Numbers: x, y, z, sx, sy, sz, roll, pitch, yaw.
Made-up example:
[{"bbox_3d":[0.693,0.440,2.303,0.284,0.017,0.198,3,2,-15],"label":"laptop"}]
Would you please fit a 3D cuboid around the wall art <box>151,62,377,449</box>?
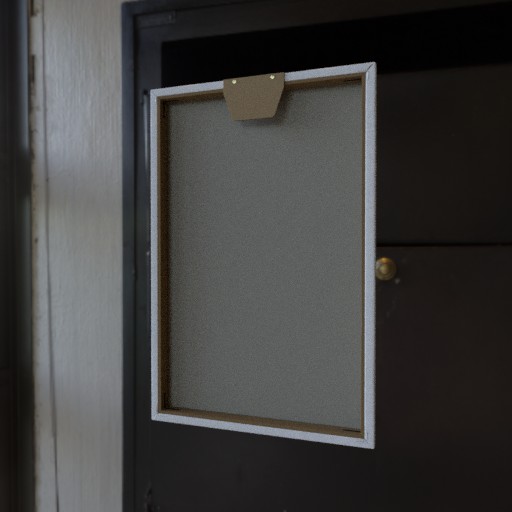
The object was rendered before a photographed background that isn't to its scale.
[{"bbox_3d":[0.000,0.000,1.154,0.602,0.916,0.048,0,1,18],"label":"wall art"}]
